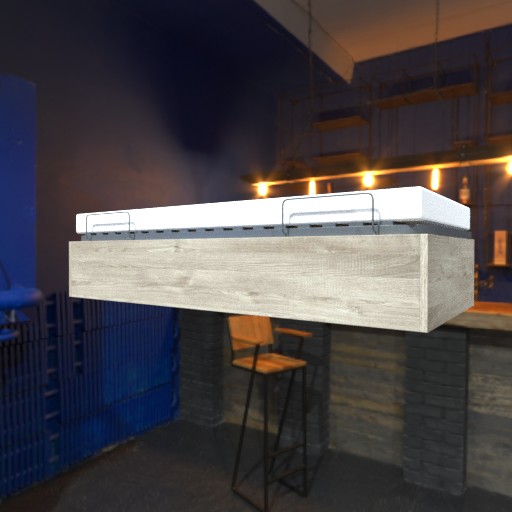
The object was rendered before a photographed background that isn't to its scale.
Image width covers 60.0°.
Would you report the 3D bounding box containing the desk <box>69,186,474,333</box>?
[{"bbox_3d":[0.000,0.000,2.258,1.900,0.455,0.900,0,1,35],"label":"desk"}]
